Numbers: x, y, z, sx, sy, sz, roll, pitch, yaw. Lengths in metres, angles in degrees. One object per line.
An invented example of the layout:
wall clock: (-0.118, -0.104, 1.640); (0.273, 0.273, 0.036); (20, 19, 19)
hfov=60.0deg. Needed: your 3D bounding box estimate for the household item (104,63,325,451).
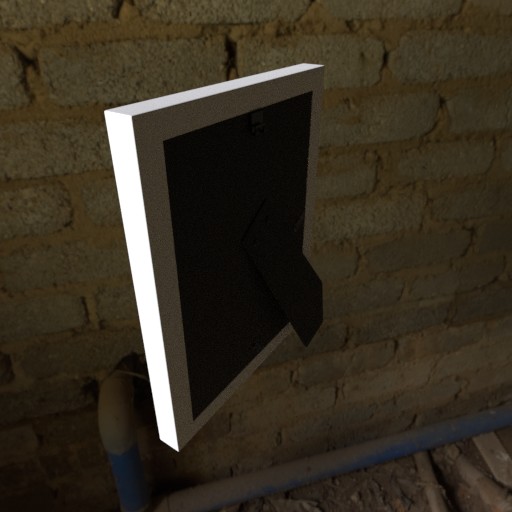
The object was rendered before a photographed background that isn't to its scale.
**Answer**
household item: (0.000, 0.000, 0.341); (0.045, 0.250, 0.200); (19, 36, 29)
